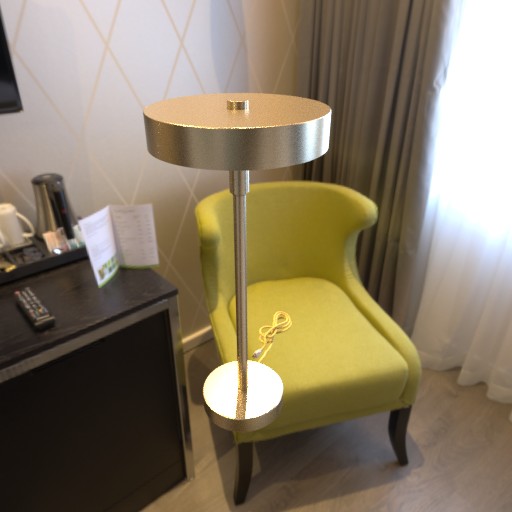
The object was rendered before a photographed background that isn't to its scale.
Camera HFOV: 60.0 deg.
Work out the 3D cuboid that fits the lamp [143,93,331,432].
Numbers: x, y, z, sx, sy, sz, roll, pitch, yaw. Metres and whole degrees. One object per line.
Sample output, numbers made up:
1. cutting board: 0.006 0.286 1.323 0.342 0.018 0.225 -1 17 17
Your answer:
1. lamp: 0.000 0.000 0.723 0.229 0.508 0.369 9 30 16
